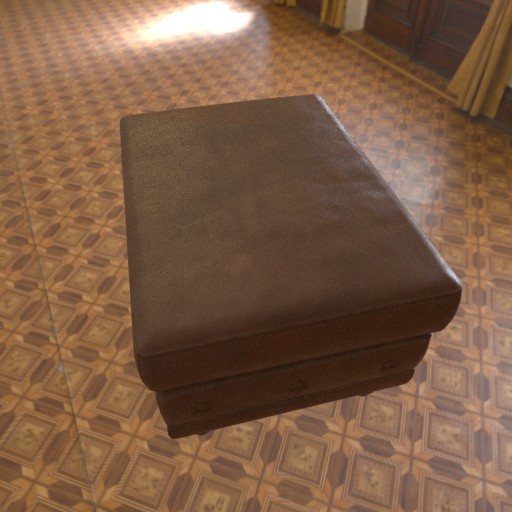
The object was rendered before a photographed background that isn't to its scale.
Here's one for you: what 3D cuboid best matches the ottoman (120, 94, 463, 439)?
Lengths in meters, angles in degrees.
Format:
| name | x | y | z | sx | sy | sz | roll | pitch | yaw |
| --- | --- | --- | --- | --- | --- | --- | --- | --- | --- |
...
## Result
| name | x | y | z | sx | sy | sz | roll | pitch | yaw |
| --- | --- | --- | --- | --- | --- | --- | --- | --- | --- |
| ottoman | 0.000 | 0.000 | 1.156 | 0.588 | 0.509 | 0.795 | -10 | 46 | -10 |
